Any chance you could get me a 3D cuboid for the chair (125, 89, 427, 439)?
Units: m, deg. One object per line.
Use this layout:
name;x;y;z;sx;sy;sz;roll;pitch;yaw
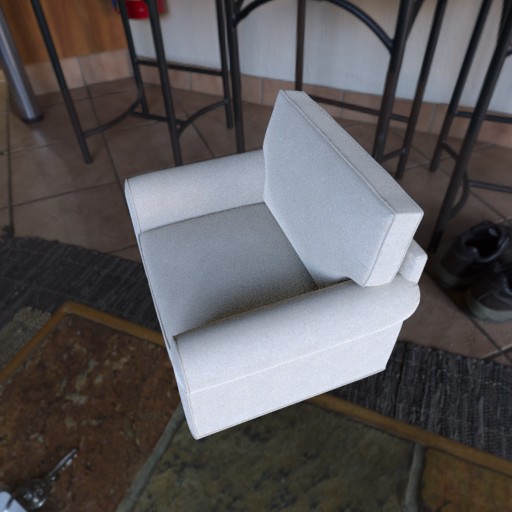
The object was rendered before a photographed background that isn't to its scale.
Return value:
chair;0.000;0.000;1.783;0.863;0.955;1.040;-15;47;-14
